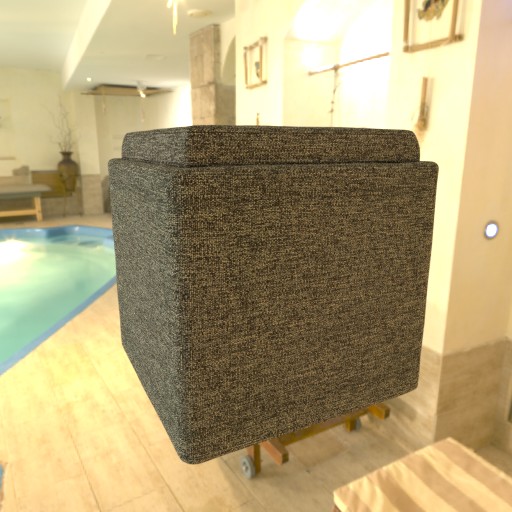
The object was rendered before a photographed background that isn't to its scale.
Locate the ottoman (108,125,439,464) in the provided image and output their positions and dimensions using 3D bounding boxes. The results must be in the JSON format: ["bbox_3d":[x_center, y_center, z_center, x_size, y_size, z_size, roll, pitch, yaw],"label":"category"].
[{"bbox_3d":[0.000,0.000,0.833,0.450,0.463,0.450,-7,16,-26],"label":"ottoman"}]
